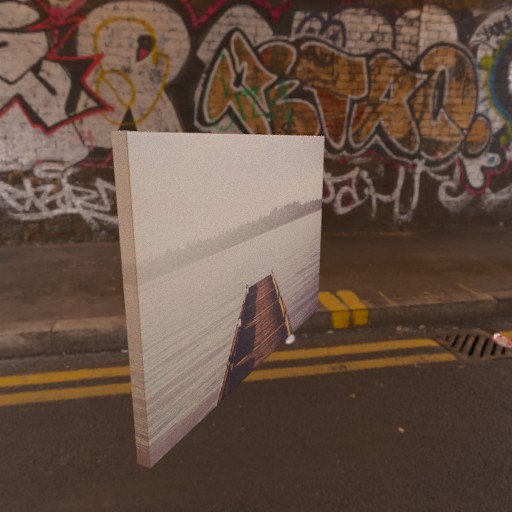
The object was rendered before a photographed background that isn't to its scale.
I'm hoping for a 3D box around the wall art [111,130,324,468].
[{"bbox_3d":[0.000,0.000,0.774,0.021,0.410,0.615,7,16,27],"label":"wall art"}]
